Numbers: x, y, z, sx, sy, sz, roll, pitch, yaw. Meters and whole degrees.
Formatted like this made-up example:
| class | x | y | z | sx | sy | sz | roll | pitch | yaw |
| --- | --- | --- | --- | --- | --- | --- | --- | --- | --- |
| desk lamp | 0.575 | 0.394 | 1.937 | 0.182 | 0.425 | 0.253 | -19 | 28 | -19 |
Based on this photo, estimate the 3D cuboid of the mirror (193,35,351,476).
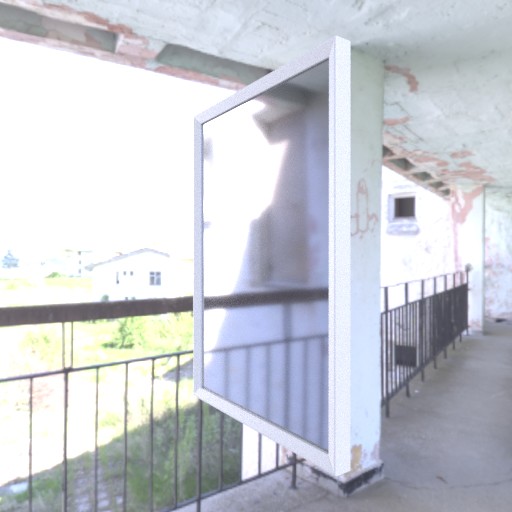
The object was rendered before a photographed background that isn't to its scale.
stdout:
| class | x | y | z | sx | sy | sz | roll | pitch | yaw |
| --- | --- | --- | --- | --- | --- | --- | --- | --- | --- |
| mirror | 0.000 | 0.000 | 0.932 | 0.039 | 0.710 | 0.507 | 0 | 0 | -35 |
